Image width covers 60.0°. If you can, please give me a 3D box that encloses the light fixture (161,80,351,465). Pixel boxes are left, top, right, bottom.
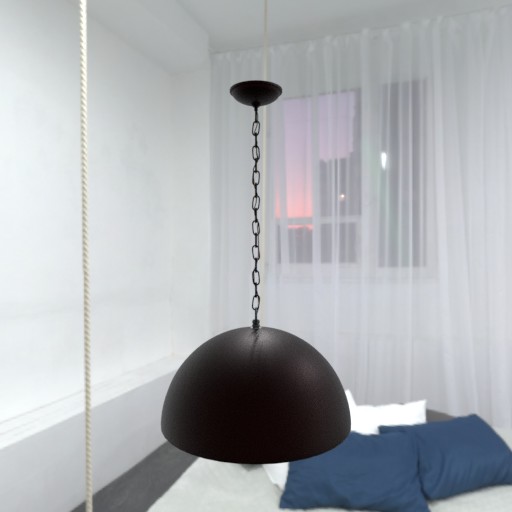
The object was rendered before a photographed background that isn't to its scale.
[{"bbox_3d":[0.000,0.000,1.167,0.492,0.869,0.492,0,0,0],"label":"light fixture"}]
